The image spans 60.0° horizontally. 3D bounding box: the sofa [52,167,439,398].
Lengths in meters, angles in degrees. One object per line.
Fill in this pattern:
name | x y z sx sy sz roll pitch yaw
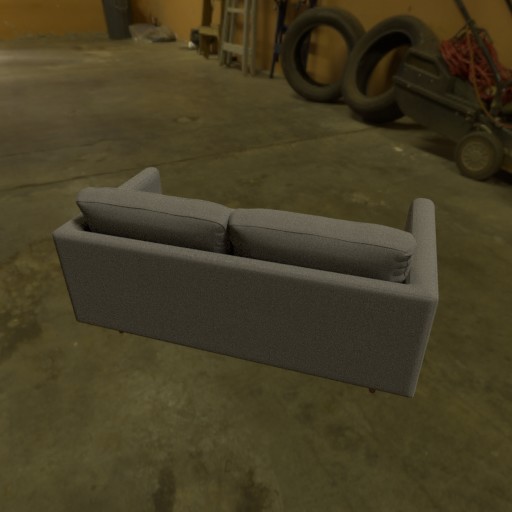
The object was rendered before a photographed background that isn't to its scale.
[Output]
sofa | 0.000 0.000 2.329 1.713 0.866 0.940 10 33 15
